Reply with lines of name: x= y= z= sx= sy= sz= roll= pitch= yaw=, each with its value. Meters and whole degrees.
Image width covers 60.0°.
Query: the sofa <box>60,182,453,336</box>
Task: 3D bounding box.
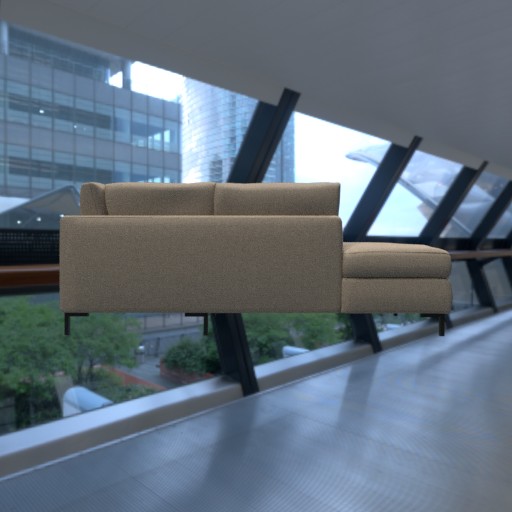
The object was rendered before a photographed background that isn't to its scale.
sofa: x=0.000 y=0.000 z=3.436 sx=1.879 sy=0.756 sz=2.737 roll=0 pitch=0 yaw=0
